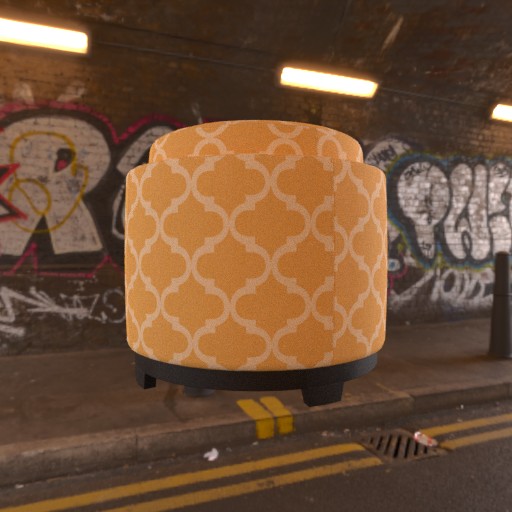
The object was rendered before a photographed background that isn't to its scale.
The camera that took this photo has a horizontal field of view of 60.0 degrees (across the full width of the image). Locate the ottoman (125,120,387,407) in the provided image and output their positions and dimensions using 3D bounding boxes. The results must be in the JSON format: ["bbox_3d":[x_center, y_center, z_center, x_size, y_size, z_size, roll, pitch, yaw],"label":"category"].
[{"bbox_3d":[0.000,0.000,0.844,0.480,0.429,0.480,0,1,0],"label":"ottoman"}]
